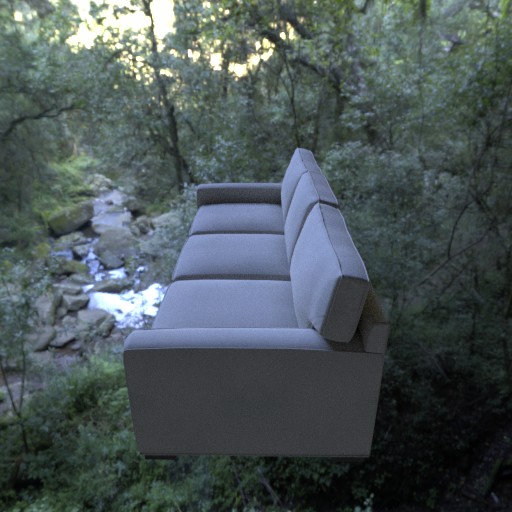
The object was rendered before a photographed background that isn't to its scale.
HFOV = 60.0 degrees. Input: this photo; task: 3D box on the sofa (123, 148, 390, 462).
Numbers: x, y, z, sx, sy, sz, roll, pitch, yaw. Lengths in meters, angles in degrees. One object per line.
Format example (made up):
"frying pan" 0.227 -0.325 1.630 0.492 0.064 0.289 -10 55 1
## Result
"sofa" 0.000 0.000 2.537 0.935 0.862 2.088 0 25 1
